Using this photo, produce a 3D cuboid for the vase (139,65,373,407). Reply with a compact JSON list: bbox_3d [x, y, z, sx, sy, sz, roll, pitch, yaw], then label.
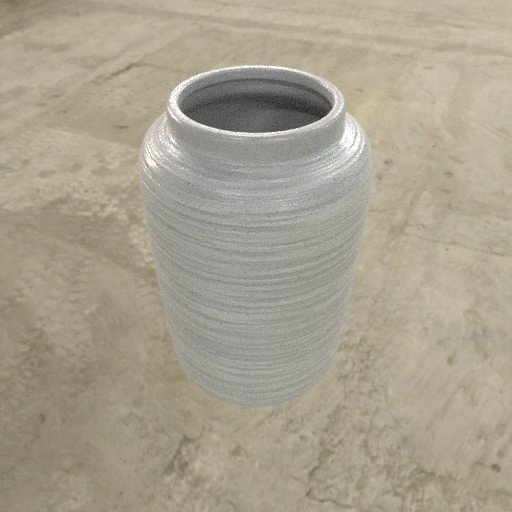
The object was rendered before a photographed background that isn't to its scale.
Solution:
[{"bbox_3d":[0.000,0.000,0.456,0.202,0.335,0.202,0,42,0],"label":"vase"}]
